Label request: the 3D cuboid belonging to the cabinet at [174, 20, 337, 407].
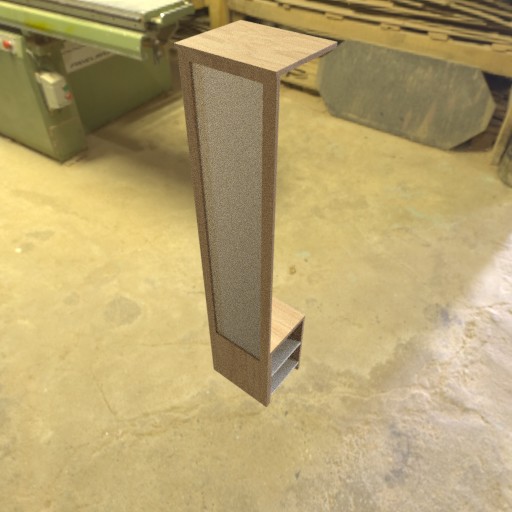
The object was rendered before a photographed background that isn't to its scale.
[{"bbox_3d":[0.000,0.000,2.073,0.411,1.879,0.338,28,49,27],"label":"cabinet"}]
